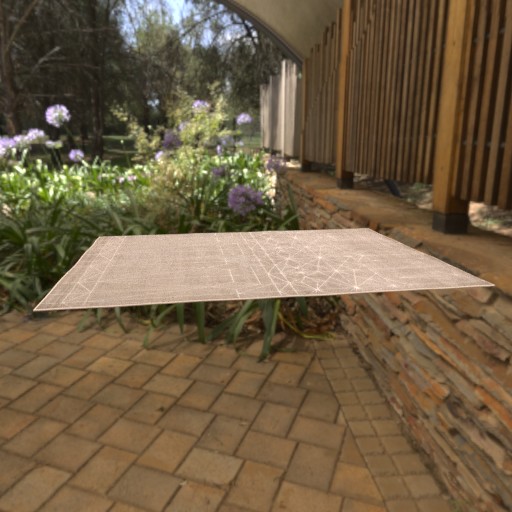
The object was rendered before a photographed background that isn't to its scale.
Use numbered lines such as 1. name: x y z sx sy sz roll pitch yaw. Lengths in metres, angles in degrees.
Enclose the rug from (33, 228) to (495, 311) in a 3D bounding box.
1. rug: 0.000 0.000 4.325 3.357 0.019 2.449 -2 14 -9
